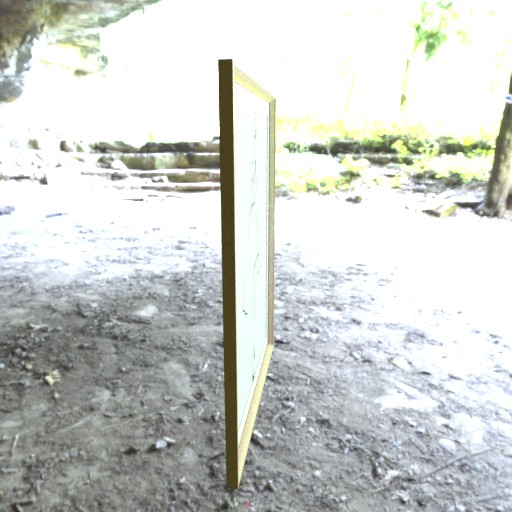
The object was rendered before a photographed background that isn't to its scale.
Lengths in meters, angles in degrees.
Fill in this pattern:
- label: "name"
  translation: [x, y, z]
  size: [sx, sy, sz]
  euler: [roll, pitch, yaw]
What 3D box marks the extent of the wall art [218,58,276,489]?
- label: "wall art"
  translation: [0.000, 0.000, 1.368]
  size: [0.030, 1.002, 0.798]
  euler: [2, 15, 8]
